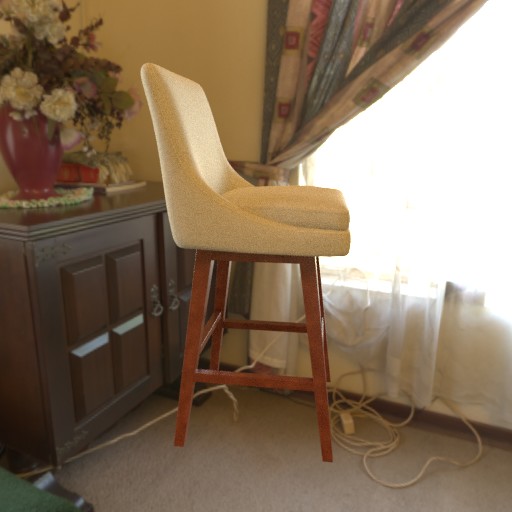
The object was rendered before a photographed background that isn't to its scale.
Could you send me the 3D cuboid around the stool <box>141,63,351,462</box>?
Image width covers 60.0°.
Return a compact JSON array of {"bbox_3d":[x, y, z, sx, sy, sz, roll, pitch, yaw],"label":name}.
[{"bbox_3d":[0.000,0.000,1.402,0.559,1.092,0.470,2,15,8],"label":"stool"}]
